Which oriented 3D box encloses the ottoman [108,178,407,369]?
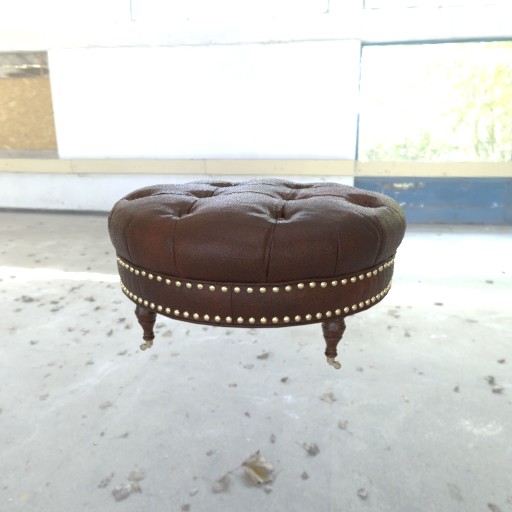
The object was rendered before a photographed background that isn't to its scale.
[{"bbox_3d":[0.000,0.000,1.428,0.901,0.455,0.901,0,16,0],"label":"ottoman"}]
